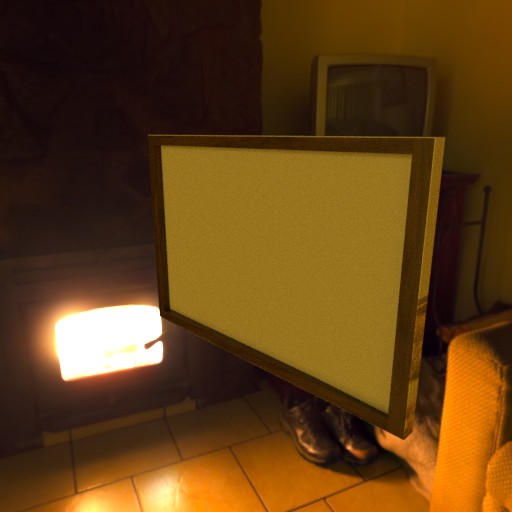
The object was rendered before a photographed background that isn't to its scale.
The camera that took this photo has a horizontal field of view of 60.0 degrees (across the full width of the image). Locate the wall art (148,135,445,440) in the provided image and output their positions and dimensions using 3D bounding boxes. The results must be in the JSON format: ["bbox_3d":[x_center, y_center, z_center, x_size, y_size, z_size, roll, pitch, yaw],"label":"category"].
[{"bbox_3d":[0.000,0.000,1.454,0.051,0.761,1.138,-15,22,-43],"label":"wall art"}]
